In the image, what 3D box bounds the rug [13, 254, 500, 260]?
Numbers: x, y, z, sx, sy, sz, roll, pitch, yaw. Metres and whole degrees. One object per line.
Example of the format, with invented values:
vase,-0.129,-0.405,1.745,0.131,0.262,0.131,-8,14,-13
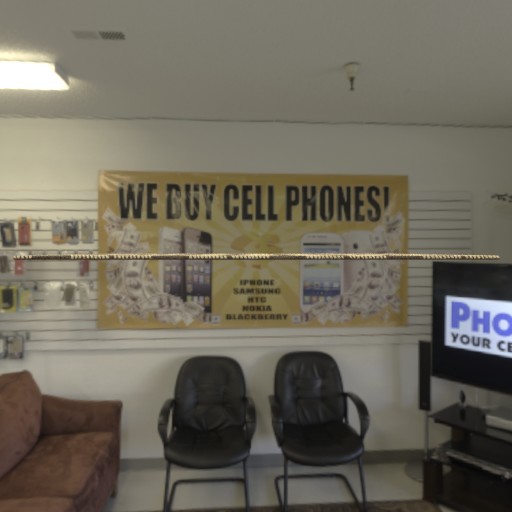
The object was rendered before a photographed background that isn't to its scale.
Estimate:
rug,0.000,0.000,2.261,1.833,0.016,1.210,0,1,-1
